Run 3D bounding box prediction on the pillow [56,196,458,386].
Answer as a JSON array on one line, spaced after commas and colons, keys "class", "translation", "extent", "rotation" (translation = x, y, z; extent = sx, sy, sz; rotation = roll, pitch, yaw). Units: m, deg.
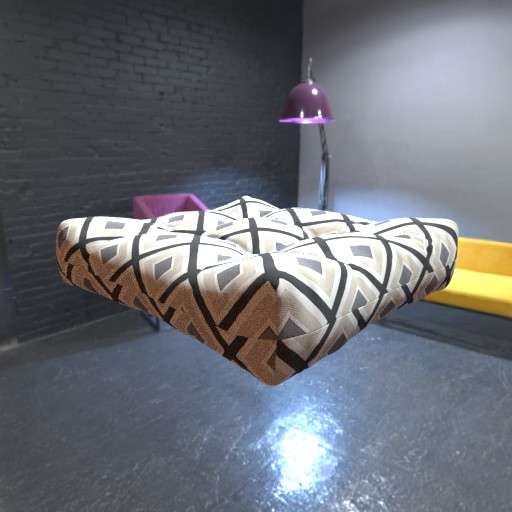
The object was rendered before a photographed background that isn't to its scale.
[{"class": "pillow", "translation": [0.000, 0.000, 0.719], "extent": [0.490, 0.128, 0.468], "rotation": [13, 19, 42]}]
